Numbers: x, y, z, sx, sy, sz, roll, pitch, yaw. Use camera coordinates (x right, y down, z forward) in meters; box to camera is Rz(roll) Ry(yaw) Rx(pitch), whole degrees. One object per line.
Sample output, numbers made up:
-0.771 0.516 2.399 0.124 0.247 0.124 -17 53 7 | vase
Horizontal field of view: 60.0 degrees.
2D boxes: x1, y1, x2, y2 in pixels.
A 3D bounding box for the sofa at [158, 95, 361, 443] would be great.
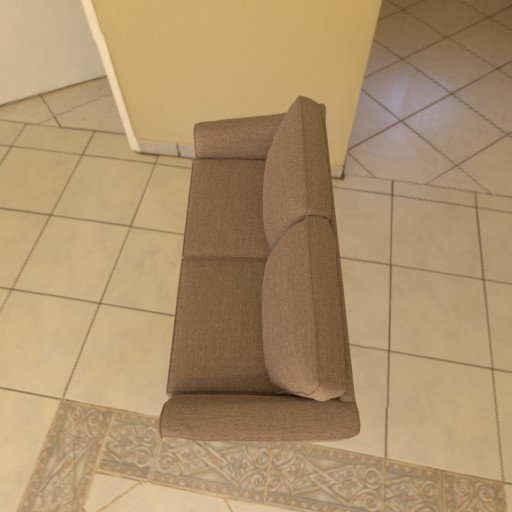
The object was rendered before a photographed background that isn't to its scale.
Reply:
0.000 0.000 2.824 0.980 0.965 2.270 0 58 0 | sofa
